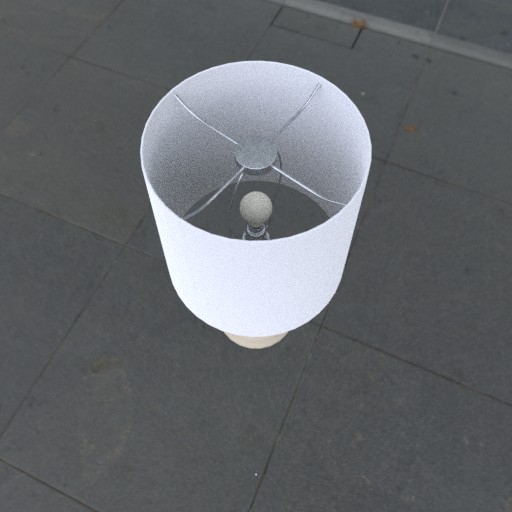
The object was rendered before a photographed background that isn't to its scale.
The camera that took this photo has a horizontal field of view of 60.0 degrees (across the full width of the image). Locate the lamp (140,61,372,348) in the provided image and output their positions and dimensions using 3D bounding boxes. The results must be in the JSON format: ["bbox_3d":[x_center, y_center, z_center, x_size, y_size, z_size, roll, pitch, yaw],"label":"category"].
[{"bbox_3d":[0.000,0.000,0.481,0.186,0.369,0.186,0,64,0],"label":"lamp"}]
